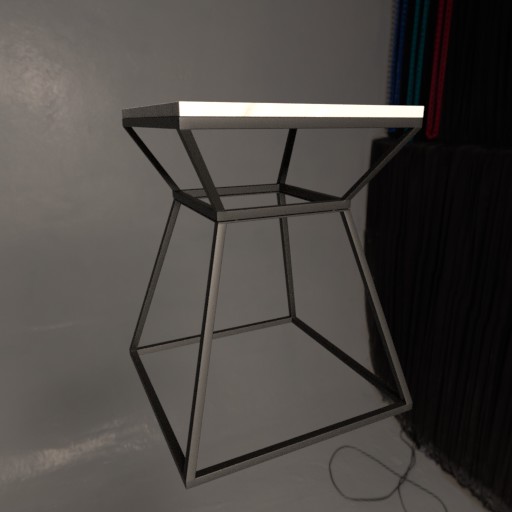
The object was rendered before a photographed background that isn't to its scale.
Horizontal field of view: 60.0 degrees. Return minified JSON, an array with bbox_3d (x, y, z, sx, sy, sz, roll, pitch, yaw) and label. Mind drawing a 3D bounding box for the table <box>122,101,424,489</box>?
[{"bbox_3d":[0.000,0.000,0.881,0.455,0.559,0.455,-8,19,-25],"label":"table"}]
